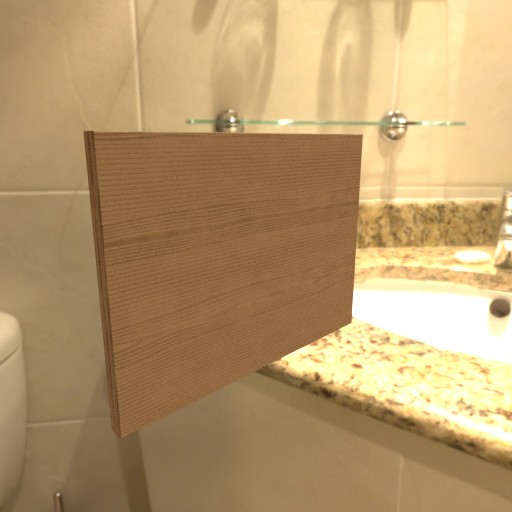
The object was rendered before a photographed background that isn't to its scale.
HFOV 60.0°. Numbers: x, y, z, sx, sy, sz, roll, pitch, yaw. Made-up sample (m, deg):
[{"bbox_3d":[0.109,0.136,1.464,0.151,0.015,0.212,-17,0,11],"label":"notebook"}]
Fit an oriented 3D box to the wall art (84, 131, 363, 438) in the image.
[{"bbox_3d":[0.000,0.000,1.141,0.841,0.609,0.063,-14,20,-43],"label":"wall art"}]
